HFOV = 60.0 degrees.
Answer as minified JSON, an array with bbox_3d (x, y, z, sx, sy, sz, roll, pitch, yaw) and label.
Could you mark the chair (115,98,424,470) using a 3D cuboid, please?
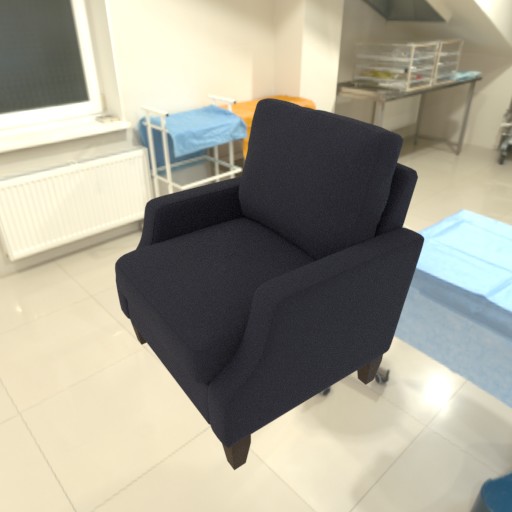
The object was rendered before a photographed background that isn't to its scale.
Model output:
[{"bbox_3d":[0.000,0.000,1.656,0.897,0.991,0.855,-20,36,-30],"label":"chair"}]
